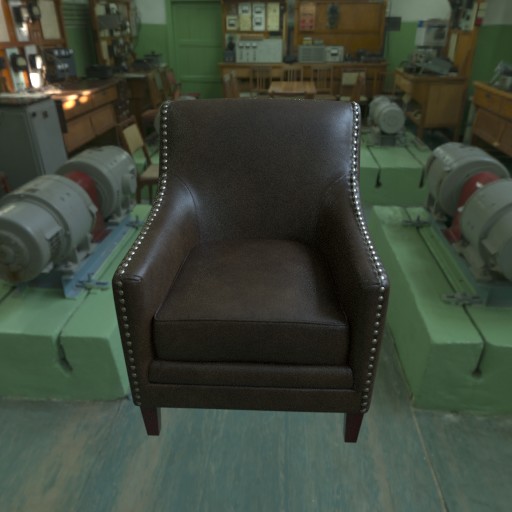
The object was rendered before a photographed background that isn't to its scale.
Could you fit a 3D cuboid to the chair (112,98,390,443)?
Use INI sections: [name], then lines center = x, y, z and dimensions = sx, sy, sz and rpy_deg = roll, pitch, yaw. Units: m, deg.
[chair]
center = 0.000, 0.000, 1.326
dimensions = 0.639, 0.813, 0.704
rpy_deg = 1, 28, 2
